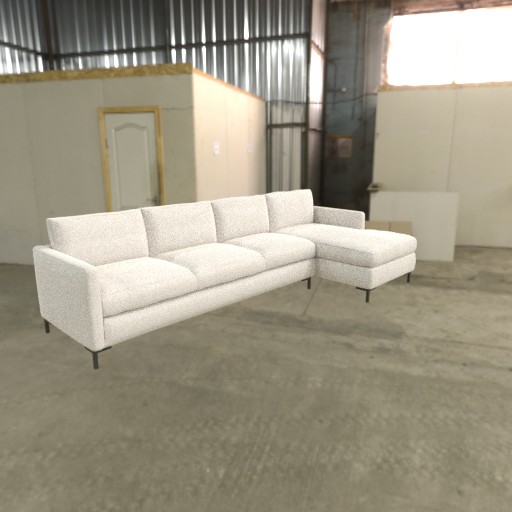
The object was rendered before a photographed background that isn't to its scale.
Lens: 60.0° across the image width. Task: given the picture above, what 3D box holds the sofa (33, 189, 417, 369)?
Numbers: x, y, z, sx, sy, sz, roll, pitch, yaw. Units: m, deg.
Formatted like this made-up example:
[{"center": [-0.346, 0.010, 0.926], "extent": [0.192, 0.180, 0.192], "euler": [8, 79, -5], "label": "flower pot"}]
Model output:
[{"center": [0.000, 0.000, 2.937], "extent": [1.126, 0.677, 2.445], "euler": [14, 20, 43], "label": "sofa"}]
